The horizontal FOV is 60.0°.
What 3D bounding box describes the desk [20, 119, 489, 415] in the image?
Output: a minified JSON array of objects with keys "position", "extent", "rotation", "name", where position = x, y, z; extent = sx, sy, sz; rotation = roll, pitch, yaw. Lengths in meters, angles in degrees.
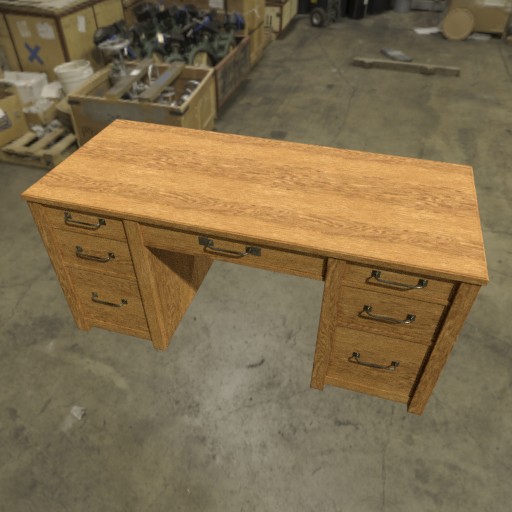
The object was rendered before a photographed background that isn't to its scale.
[{"position":[0.000,0.000,1.903],"extent":[1.567,0.751,0.685],"rotation":[11,42,12],"name":"desk"}]
